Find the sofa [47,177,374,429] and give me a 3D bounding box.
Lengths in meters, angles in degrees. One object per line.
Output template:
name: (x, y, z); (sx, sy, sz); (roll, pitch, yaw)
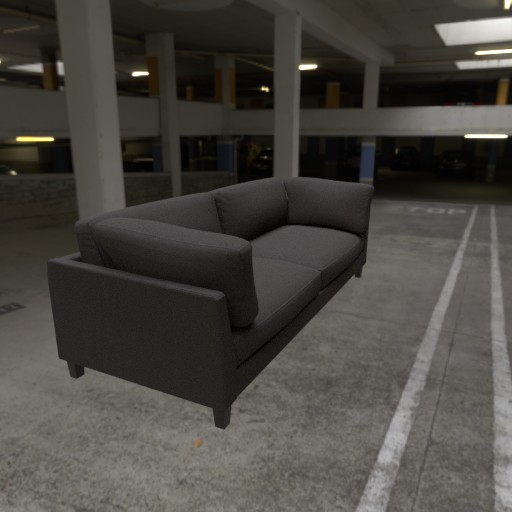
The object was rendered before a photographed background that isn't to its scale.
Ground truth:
sofa: (0.000, 0.000, 2.787); (0.969, 0.792, 2.312); (8, 18, 26)
